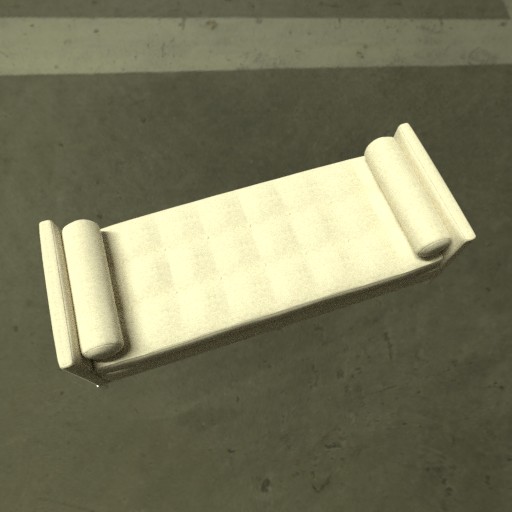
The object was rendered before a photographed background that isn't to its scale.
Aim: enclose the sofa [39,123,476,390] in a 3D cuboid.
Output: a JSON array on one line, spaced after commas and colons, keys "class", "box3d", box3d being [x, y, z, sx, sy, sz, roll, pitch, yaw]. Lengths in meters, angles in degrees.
[{"class": "sofa", "box3d": [0.000, 0.000, 2.519, 2.102, 0.655, 0.797, -17, 67, -7]}]
